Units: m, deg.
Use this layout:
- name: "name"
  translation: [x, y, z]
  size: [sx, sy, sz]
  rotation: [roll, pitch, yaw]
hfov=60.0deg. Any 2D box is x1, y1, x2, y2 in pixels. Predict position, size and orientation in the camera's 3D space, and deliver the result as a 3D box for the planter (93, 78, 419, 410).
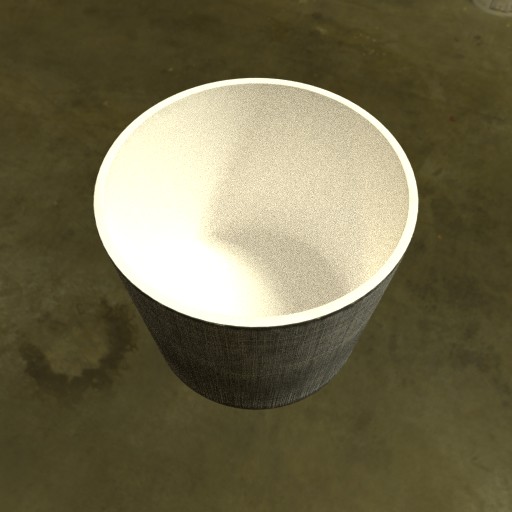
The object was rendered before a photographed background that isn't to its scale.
- name: "planter"
  translation: [0.000, 0.000, 0.391]
  size: [0.221, 0.201, 0.221]
  rotation: [0, 58, 0]
